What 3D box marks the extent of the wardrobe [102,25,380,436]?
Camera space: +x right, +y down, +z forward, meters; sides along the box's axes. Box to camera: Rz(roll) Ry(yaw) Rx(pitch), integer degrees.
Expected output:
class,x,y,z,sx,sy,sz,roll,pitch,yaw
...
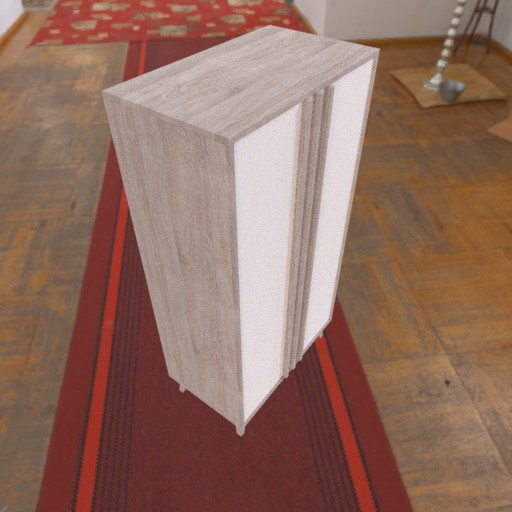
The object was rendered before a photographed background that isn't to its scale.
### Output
class,x,y,z,sx,sy,sz,roll,pitch,yaw
wardrobe,0.000,0.000,2.370,0.600,1.960,1.000,27,49,27
